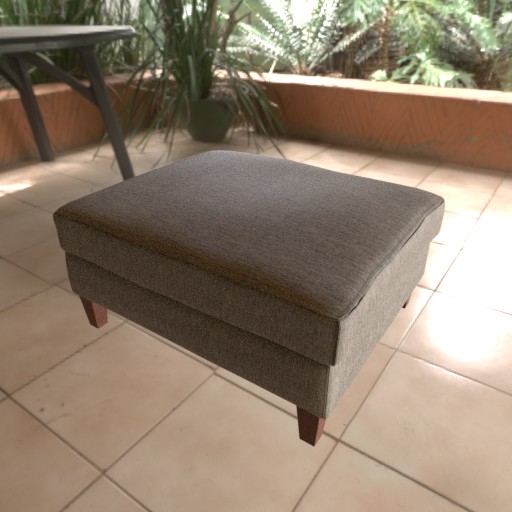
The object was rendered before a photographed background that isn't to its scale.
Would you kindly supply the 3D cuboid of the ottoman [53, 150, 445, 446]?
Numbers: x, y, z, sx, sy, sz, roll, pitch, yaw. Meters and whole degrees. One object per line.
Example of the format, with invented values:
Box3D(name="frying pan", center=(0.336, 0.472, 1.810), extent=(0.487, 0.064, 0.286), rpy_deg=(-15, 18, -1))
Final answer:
Box3D(name="ottoman", center=(0.000, 0.000, 1.508), extent=(0.994, 0.492, 0.839), rpy_deg=(18, 34, 29))
